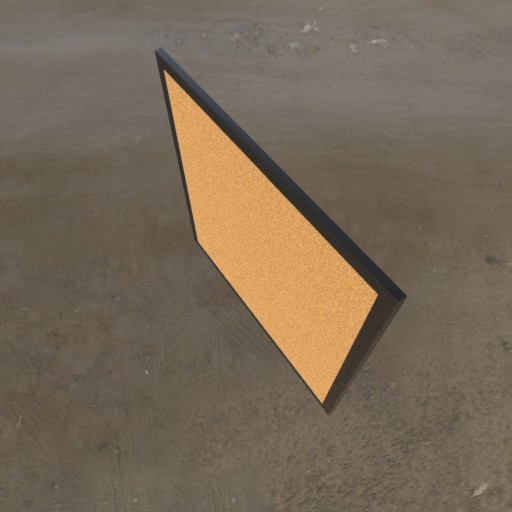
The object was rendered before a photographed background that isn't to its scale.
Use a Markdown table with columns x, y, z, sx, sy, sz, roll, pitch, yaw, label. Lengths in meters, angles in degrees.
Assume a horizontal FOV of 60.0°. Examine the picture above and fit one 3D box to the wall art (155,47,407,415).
| x | y | z | sx | sy | sz | roll | pitch | yaw | label |
| --- | --- | --- | --- | --- | --- | --- | --- | --- | --- |
| 0.000 | 0.000 | 0.995 | 0.016 | 0.659 | 0.663 | -31 | 63 | -18 | wall art |
